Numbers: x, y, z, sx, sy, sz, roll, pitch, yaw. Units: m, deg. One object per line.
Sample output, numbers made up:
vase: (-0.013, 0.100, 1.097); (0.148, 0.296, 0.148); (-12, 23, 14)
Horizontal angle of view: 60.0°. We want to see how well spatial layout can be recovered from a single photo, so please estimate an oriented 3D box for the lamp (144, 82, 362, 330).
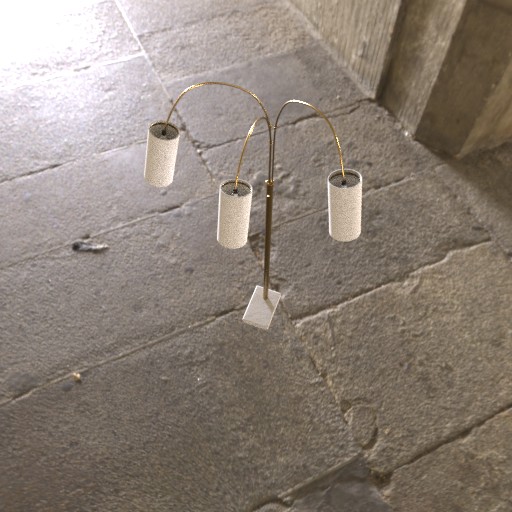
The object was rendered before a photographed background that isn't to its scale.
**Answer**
lamp: (0.000, 0.000, 2.533); (1.020, 2.055, 0.667); (17, 59, 11)
